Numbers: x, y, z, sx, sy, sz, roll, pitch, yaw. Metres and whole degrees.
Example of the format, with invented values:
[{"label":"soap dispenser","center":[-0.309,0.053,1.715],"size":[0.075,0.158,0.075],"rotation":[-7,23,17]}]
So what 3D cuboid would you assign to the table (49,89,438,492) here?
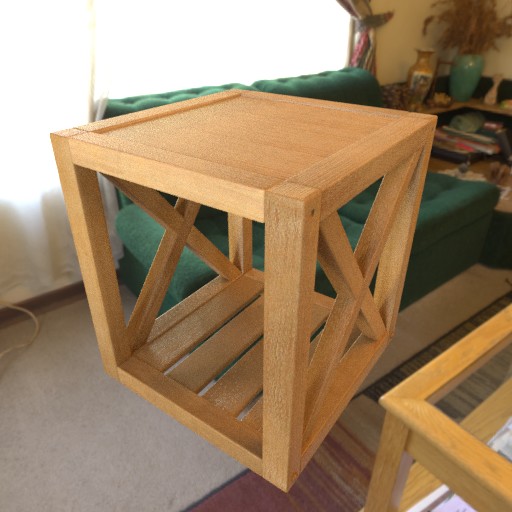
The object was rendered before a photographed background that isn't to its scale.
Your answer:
[{"label":"table","center":[0.000,0.000,1.031],"size":[0.558,0.610,0.559],"rotation":[20,36,30]}]
